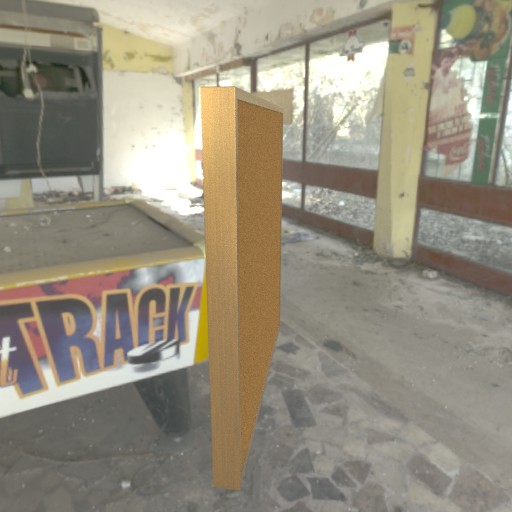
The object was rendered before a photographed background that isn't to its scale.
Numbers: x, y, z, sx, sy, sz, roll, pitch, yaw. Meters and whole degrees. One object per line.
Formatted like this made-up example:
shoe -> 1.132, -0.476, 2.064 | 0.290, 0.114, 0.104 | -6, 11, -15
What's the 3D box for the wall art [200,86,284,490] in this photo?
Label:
wall art -> 0.000, 0.000, 0.763 | 0.037, 0.505, 0.505 | 3, 16, 9
